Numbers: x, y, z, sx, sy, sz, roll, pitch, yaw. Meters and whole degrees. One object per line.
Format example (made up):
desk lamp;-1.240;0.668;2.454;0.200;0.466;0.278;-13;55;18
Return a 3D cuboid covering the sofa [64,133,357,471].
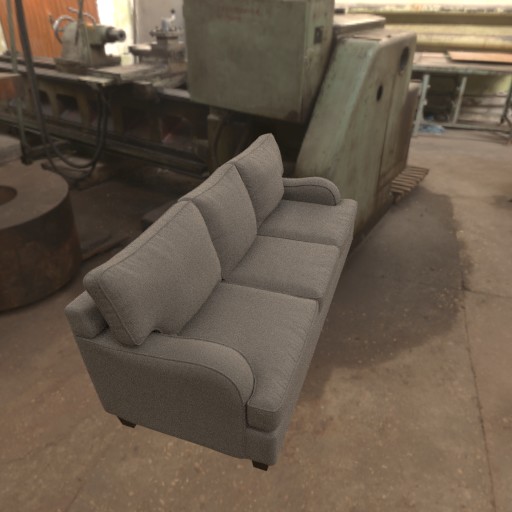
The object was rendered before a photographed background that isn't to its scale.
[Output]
sofa;0.000;0.000;2.875;1.016;0.991;2.323;10;32;17
